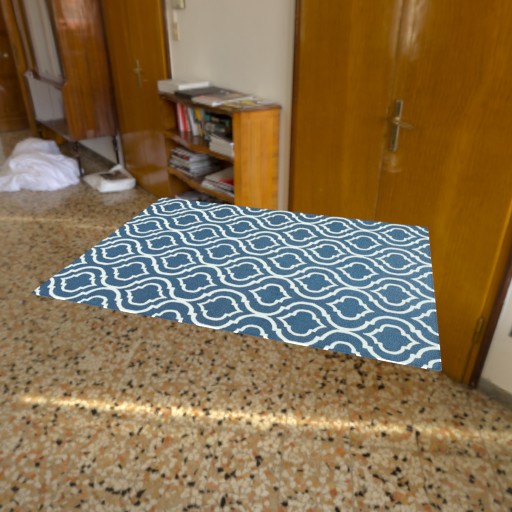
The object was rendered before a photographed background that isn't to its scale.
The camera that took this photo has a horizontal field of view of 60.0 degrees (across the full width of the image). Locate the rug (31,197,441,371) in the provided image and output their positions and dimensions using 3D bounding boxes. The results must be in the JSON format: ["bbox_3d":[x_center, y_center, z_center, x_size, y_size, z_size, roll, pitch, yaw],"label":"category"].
[{"bbox_3d":[0.000,0.000,4.447,3.353,0.010,2.438,8,29,15],"label":"rug"}]
